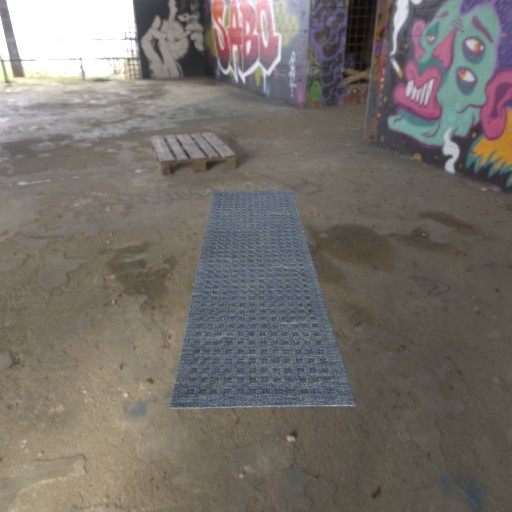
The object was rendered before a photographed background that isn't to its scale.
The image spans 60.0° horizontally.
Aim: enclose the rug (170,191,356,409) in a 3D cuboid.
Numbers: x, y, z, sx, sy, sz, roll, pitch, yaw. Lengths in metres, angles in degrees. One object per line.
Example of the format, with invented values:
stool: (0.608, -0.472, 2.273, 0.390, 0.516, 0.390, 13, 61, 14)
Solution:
rug: (0.000, 0.000, 2.718, 0.688, 0.008, 2.443, -1, 27, -1)
